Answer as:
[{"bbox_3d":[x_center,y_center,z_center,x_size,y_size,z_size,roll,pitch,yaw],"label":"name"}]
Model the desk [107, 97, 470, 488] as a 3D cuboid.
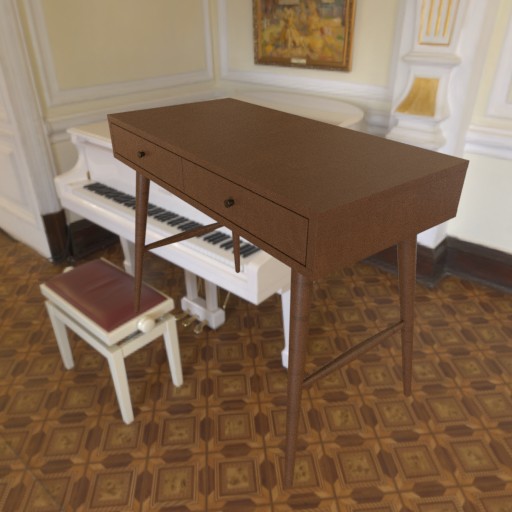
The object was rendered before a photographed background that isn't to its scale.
[{"bbox_3d":[0.000,0.000,1.380,0.510,0.758,0.949,-21,36,-32],"label":"desk"}]
